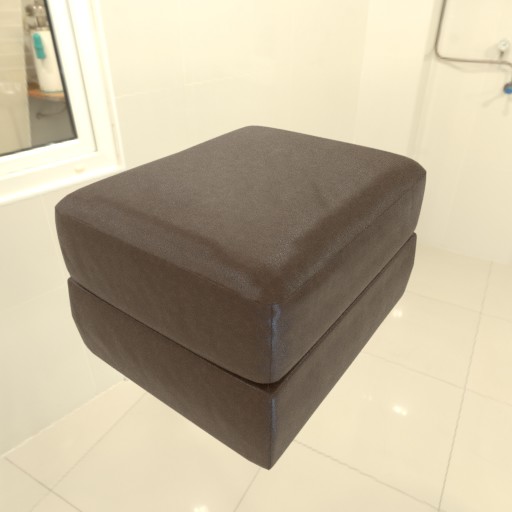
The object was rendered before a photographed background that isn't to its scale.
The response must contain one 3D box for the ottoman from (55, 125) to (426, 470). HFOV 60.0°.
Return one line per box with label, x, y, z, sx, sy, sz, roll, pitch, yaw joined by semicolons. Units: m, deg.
ottoman;0.000;0.000;1.128;0.603;0.476;0.751;21;38;30
